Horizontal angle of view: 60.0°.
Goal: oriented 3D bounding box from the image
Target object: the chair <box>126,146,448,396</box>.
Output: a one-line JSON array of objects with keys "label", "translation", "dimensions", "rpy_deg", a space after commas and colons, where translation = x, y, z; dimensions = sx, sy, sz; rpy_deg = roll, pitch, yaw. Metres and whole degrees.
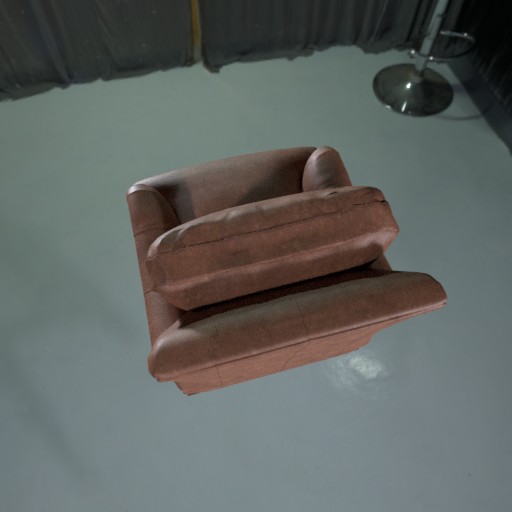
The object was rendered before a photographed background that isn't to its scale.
[{"label": "chair", "translation": [0.000, 0.000, 1.925], "dimensions": [0.986, 1.055, 1.158], "rpy_deg": [-13, 60, -8]}]
